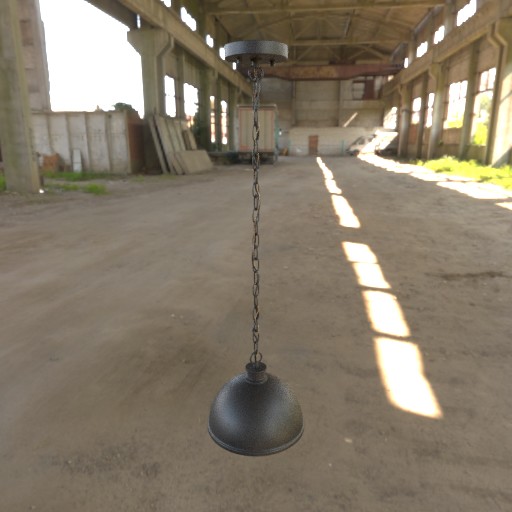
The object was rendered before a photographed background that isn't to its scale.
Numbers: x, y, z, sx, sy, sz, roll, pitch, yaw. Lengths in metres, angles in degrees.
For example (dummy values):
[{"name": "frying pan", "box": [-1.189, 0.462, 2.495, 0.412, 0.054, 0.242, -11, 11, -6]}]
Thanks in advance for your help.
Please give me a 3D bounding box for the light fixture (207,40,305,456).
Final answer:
[{"name": "light fixture", "box": [0.000, 0.000, 1.255, 0.304, 1.090, 0.304, -7, 17, -25]}]
